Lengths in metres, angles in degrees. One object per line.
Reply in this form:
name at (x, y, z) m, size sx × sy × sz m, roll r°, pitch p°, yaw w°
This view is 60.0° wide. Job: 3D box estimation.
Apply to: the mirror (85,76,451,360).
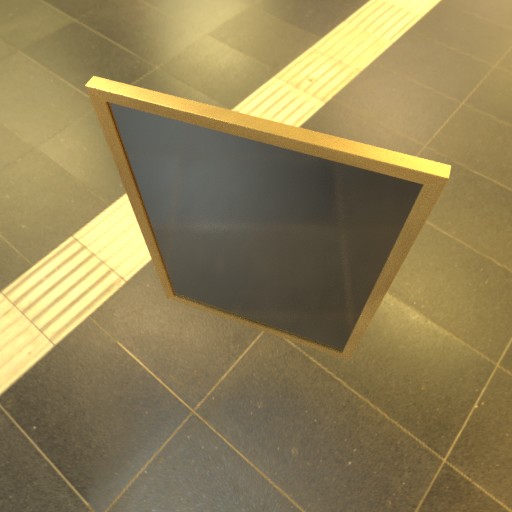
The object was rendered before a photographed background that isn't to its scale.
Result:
mirror at (0.000, 0.000, 1.317) m, size 0.762 × 1.016 × 0.040 m, roll 17°, pitch 60°, yaw 10°
